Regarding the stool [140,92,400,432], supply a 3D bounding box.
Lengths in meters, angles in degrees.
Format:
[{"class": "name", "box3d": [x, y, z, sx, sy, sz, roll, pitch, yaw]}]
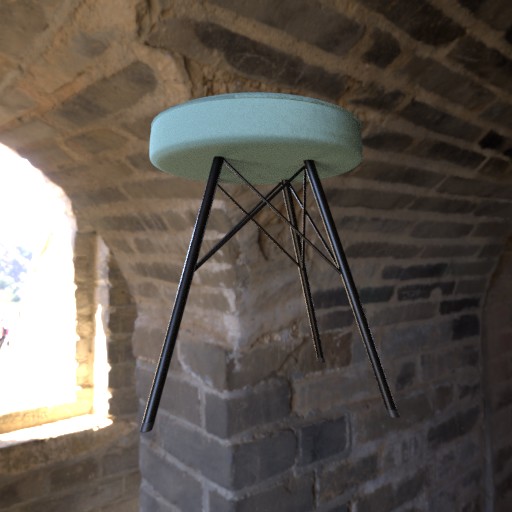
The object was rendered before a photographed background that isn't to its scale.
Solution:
[{"class": "stool", "box3d": [0.000, 0.000, 0.873, 0.458, 0.519, 0.457, 0, -1, 0]}]
